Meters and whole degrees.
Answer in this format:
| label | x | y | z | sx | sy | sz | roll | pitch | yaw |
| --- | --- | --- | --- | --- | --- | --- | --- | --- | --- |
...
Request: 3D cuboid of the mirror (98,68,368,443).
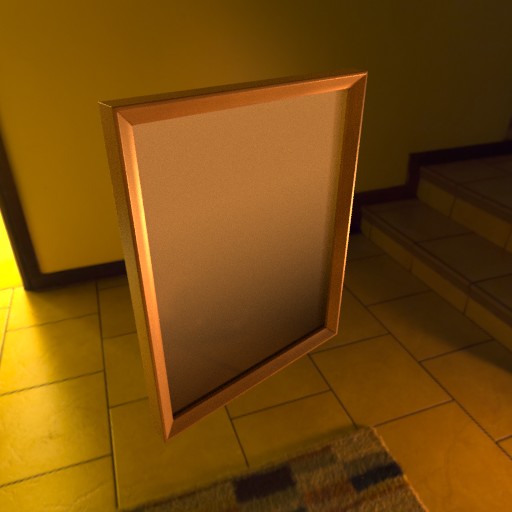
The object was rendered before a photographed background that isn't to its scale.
| label | x | y | z | sx | sy | sz | roll | pitch | yaw |
| --- | --- | --- | --- | --- | --- | --- | --- | --- | --- |
| mirror | 0.000 | 0.000 | 0.692 | 0.406 | 0.509 | 0.041 | -23 | 37 | -34 |
